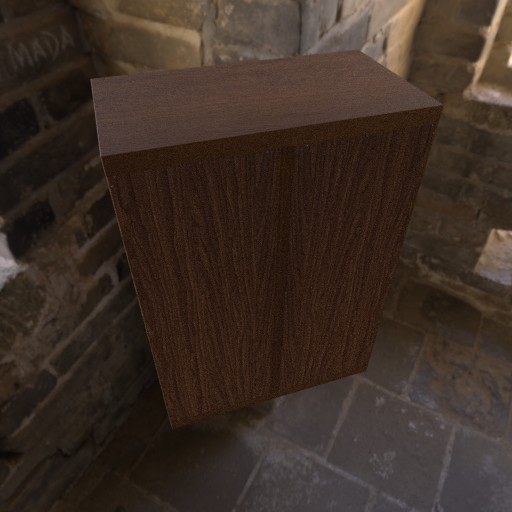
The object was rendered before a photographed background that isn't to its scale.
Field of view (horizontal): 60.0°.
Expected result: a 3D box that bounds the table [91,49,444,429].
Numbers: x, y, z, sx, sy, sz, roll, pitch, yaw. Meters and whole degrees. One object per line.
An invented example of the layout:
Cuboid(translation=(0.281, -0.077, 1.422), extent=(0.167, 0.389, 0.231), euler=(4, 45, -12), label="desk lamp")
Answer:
Cuboid(translation=(0.000, 0.000, 1.714), extent=(0.901, 1.294, 0.524), euler=(-12, 43, -13), label="table")
